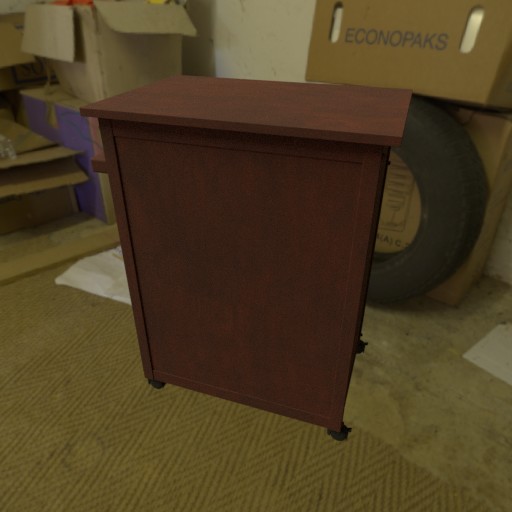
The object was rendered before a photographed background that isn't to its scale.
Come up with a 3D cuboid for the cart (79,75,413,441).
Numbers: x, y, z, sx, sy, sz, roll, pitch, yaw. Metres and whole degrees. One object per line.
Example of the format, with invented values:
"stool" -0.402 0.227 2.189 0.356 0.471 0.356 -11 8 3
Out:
"cart" 0.000 0.000 1.257 0.683 0.864 0.442 10 33 16
